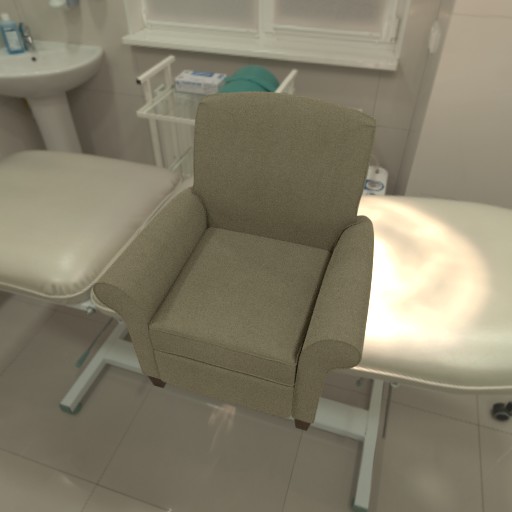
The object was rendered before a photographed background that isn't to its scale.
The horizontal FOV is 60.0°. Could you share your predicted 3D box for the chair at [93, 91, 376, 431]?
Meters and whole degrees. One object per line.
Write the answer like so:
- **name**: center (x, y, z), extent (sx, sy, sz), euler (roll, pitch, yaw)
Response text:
- **chair**: center (0.000, 0.000, 1.859), extent (0.978, 1.061, 0.905), euler (12, 43, 13)
